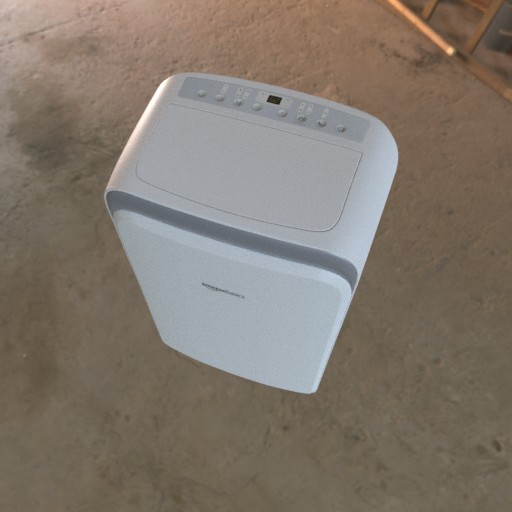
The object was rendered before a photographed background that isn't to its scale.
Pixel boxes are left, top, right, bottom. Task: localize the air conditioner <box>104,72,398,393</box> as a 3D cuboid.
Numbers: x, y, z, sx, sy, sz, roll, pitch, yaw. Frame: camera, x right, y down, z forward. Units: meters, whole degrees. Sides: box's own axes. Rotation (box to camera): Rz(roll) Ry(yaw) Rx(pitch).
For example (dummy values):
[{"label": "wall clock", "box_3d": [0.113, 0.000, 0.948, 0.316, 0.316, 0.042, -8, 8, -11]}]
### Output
[{"label": "air conditioner", "box_3d": [0.000, 0.000, 0.954, 0.454, 0.700, 0.365, 17, 61, 9]}]
